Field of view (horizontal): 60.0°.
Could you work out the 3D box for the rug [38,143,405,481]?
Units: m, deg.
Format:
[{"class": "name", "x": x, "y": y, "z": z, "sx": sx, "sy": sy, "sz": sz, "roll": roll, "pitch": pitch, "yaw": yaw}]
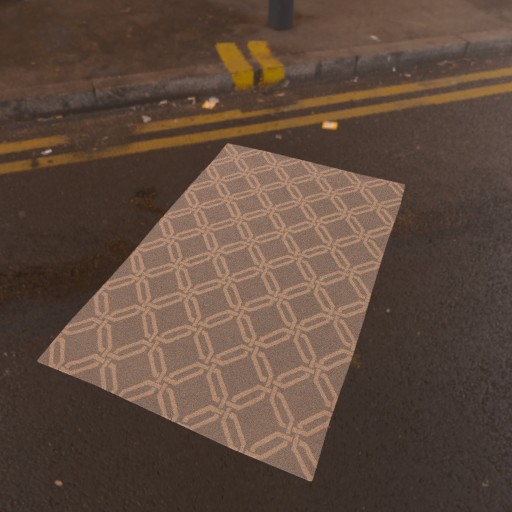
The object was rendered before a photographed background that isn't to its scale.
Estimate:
[{"class": "rug", "x": 0.000, "y": 0.000, "z": 2.153, "sx": 1.148, "sy": 0.010, "sz": 1.754, "roll": 17, "pitch": 48, "yaw": 16}]
